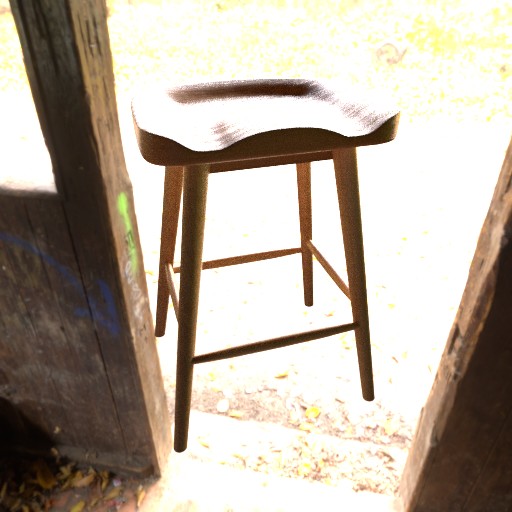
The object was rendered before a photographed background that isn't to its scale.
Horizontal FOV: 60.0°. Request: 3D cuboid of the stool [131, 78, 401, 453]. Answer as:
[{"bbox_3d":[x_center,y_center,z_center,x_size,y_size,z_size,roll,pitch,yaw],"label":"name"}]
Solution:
[{"bbox_3d":[0.000,0.000,0.890,0.440,0.615,0.361,-9,34,-14],"label":"stool"}]
